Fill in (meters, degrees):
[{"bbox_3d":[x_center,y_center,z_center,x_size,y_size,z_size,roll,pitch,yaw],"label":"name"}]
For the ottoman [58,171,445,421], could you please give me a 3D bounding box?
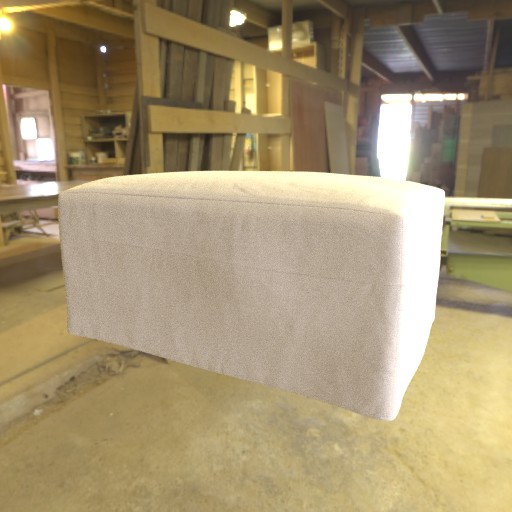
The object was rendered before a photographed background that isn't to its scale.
[{"bbox_3d":[0.000,0.000,1.178,0.872,0.444,0.590,7,15,27],"label":"ottoman"}]
